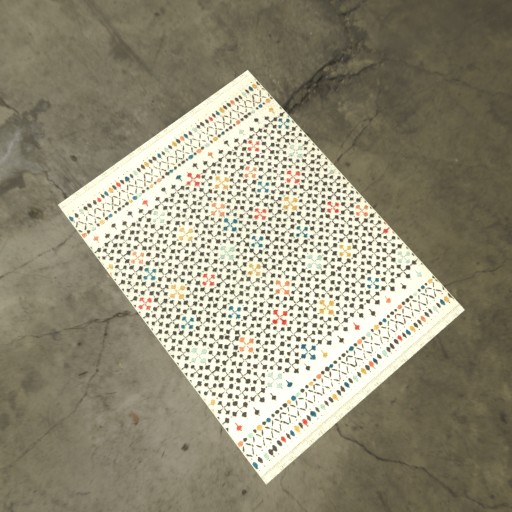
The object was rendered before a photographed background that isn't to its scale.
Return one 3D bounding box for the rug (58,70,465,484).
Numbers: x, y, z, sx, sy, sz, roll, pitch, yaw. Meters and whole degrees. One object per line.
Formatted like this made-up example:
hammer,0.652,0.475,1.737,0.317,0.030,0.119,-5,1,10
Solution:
rug,0.000,0.000,2.037,1.146,0.006,1.556,-38,80,-8
